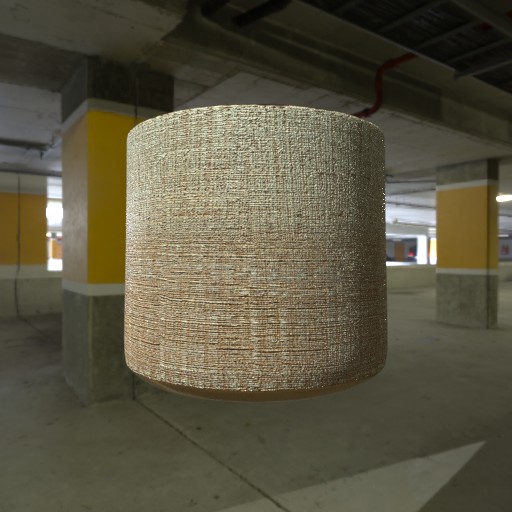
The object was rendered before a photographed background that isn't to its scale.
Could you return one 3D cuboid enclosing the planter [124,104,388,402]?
[{"bbox_3d":[0.000,0.000,0.312,0.177,0.157,0.177,0,0,0],"label":"planter"}]
